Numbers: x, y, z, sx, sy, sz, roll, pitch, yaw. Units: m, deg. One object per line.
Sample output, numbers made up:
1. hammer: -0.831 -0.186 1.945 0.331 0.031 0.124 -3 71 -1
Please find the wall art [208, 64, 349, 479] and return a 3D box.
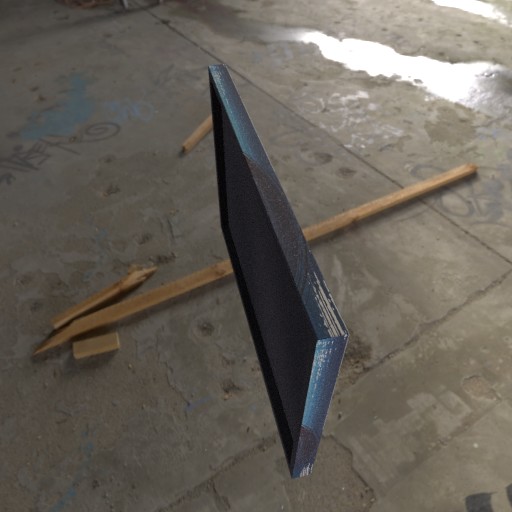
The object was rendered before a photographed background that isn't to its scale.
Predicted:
1. wall art: 0.000 0.000 0.766 0.033 0.406 0.609 -10 48 -9
